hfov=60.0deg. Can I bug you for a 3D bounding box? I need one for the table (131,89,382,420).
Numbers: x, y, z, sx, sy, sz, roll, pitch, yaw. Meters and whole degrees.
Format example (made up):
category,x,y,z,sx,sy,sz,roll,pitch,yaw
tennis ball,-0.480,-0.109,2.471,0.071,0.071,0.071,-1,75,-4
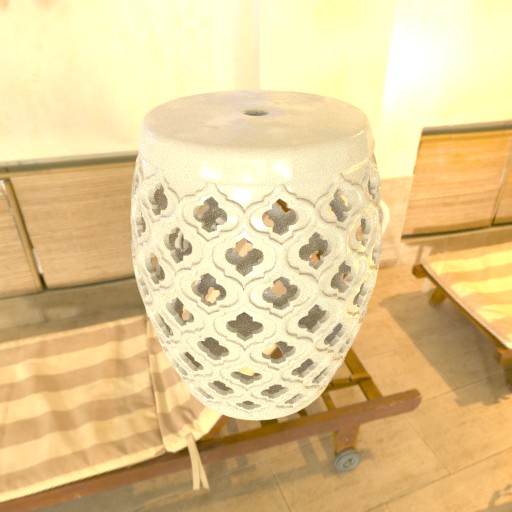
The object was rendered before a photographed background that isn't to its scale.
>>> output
category,x,y,z,sx,sy,sz,roll,pitch,yaw
table,0.000,0.000,0.609,0.325,0.388,0.325,0,32,0
